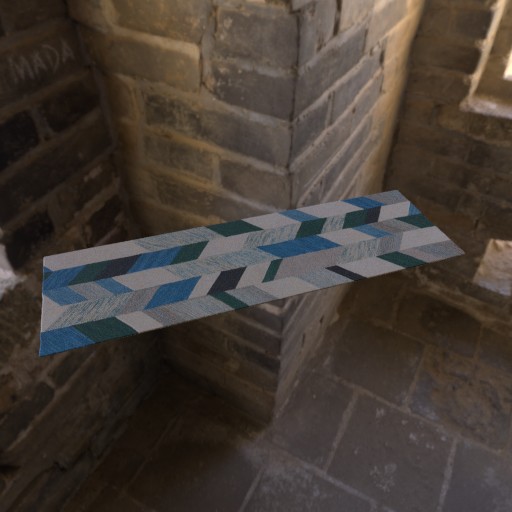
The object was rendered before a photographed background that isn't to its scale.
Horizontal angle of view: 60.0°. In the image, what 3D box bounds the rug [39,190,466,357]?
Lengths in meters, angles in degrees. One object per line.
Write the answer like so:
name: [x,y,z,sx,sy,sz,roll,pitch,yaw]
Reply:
rug: [0.000,0.000,2.679,2.437,0.008,0.774,-12,42,-14]
